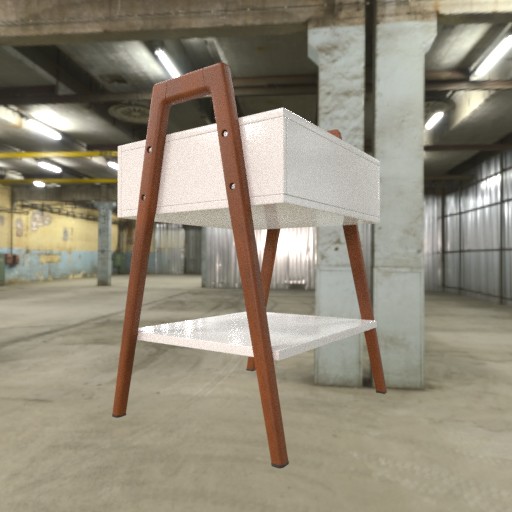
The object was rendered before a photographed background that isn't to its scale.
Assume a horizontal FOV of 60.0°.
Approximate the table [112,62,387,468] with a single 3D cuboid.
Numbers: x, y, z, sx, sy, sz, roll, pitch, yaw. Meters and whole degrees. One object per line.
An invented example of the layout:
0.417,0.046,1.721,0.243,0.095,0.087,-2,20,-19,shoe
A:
0.000,0.000,0.931,0.405,0.610,0.457,-1,-1,35,table
